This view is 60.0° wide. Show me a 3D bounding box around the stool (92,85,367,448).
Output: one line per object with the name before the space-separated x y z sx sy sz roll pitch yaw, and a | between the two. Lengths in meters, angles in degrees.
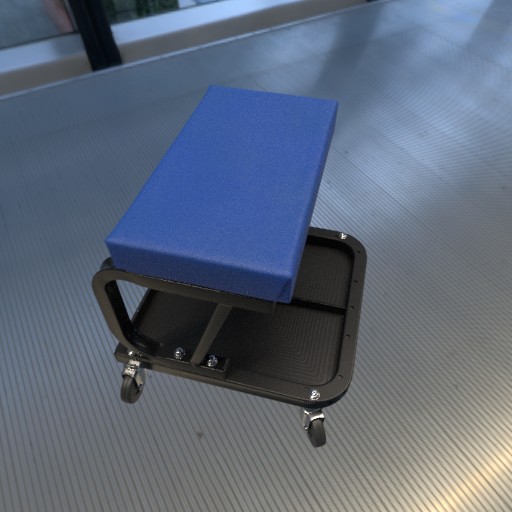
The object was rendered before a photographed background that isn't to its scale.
stool | 0.000 0.000 0.721 0.371 0.380 0.446 11 49 10
